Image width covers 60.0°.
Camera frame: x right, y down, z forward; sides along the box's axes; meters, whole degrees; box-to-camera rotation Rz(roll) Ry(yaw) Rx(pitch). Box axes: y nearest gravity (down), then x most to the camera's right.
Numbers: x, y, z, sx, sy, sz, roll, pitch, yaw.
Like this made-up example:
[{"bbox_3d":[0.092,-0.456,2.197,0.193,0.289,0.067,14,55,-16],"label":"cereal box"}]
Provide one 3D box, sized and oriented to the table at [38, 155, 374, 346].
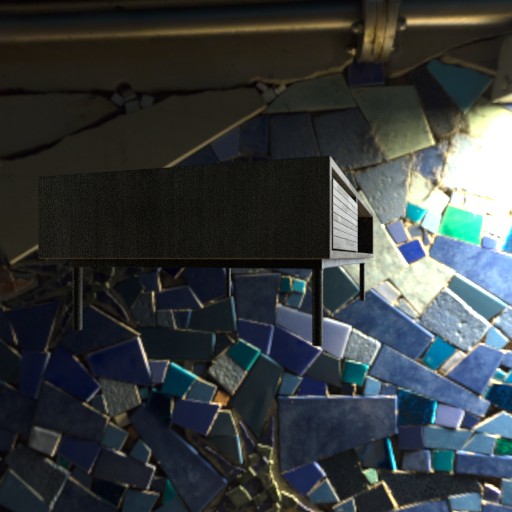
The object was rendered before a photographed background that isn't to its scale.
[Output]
[{"bbox_3d":[0.000,0.000,1.384,0.643,0.347,1.088,0,0,19],"label":"table"}]
